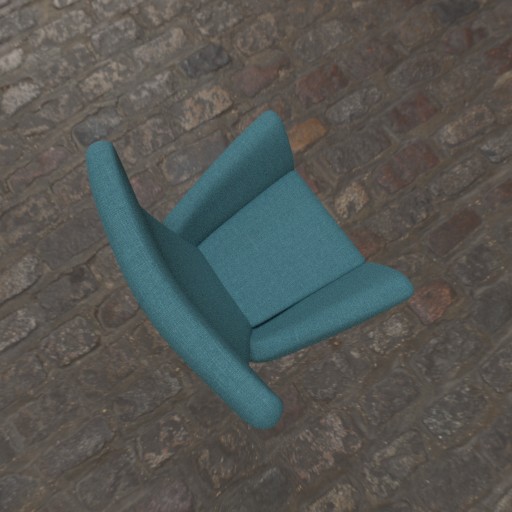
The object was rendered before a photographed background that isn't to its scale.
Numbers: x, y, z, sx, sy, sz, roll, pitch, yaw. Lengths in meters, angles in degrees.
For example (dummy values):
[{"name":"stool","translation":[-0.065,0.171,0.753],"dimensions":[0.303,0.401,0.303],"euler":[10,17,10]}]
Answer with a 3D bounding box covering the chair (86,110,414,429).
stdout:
[{"name":"chair","translation":[0.000,0.000,1.809],"dimensions":[0.900,0.980,1.050],"euler":[-34,78,-8]}]
